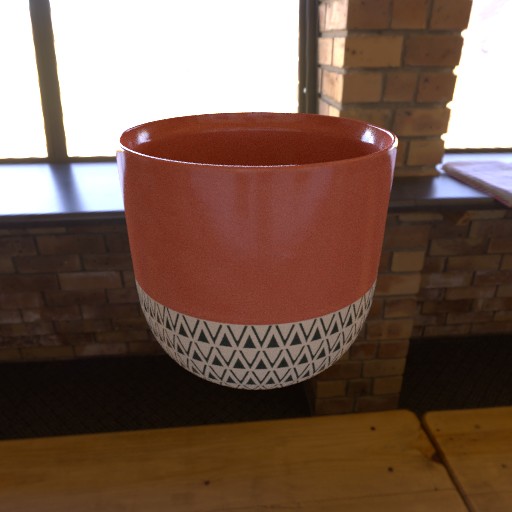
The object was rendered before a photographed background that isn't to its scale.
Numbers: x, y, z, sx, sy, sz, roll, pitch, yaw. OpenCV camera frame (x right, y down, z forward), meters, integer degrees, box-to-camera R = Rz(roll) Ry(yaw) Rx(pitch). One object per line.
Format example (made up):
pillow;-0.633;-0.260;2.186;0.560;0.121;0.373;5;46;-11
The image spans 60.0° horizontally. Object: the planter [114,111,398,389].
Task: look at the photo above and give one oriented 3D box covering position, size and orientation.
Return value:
planter;0.000;0.000;0.491;0.266;0.270;0.266;0;26;0
